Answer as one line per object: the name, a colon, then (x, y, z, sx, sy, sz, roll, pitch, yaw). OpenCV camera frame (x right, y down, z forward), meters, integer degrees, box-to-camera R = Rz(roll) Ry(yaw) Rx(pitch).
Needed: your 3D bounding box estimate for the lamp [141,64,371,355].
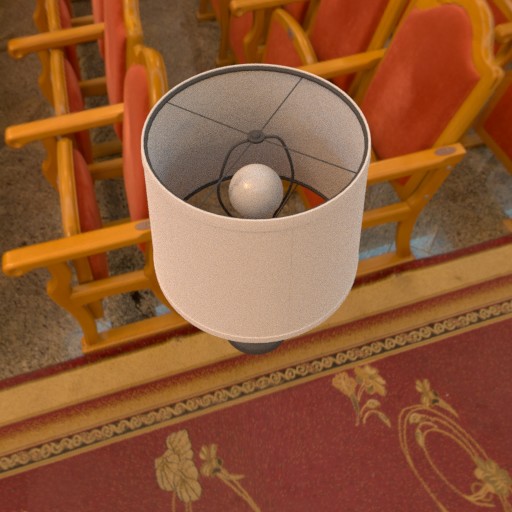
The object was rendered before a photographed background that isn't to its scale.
lamp: (0.000, 0.000, 0.699, 0.310, 0.501, 0.310, 0, 57, 0)
